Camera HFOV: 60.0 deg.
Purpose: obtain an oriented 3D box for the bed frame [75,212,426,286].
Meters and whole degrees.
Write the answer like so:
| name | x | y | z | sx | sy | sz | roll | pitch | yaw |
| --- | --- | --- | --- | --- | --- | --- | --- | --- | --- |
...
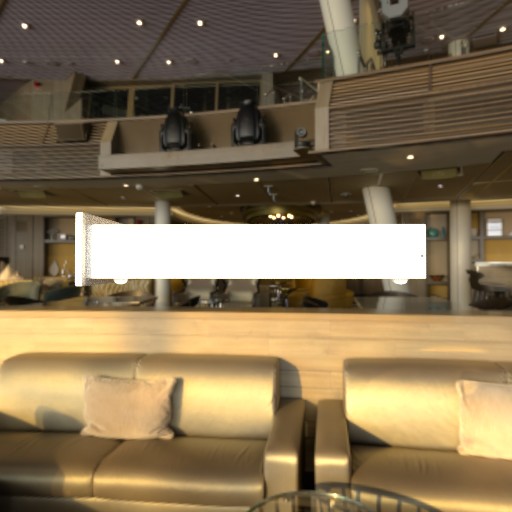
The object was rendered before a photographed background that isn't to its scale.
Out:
| name | x | y | z | sx | sy | sz | roll | pitch | yaw |
| --- | --- | --- | --- | --- | --- | --- | --- | --- | --- |
| bed frame | 0.000 | 0.000 | 1.488 | 0.670 | 0.141 | 1.300 | 0 | -1 | 1 |
